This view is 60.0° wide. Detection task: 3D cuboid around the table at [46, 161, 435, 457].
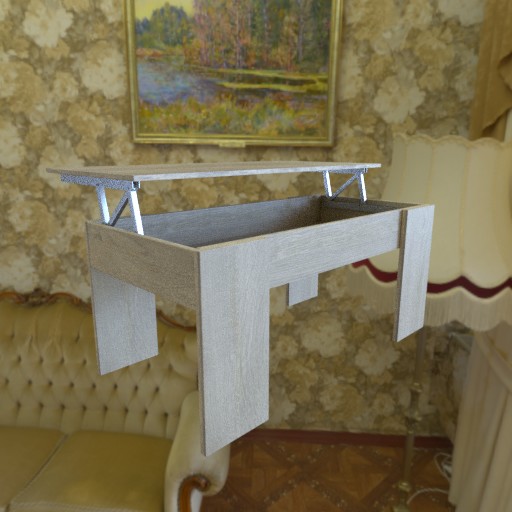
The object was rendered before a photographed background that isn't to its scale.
[{"bbox_3d":[0.000,0.000,1.437,1.000,0.570,0.711,-13,19,-43],"label":"table"}]
